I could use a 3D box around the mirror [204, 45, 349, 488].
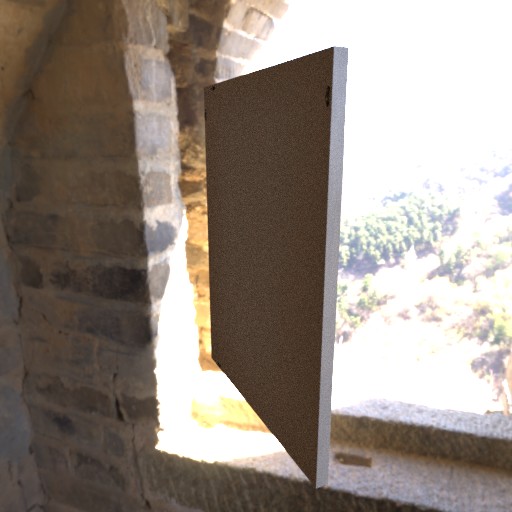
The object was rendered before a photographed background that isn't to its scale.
[{"bbox_3d":[0.000,0.000,1.316,0.041,1.016,0.762,-7,16,-25],"label":"mirror"}]
